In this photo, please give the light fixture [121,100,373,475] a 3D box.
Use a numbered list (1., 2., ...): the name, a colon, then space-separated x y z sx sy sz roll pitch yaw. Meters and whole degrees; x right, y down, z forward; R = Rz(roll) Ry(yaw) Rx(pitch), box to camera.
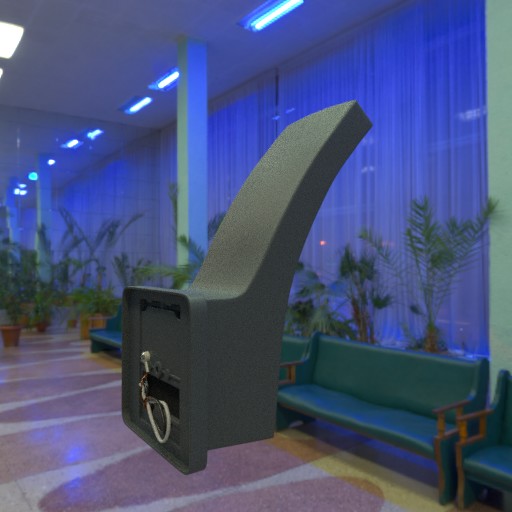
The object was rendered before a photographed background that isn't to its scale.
1. light fixture: 0.000 0.000 0.330 0.174 0.243 0.108 1 -1 -36
